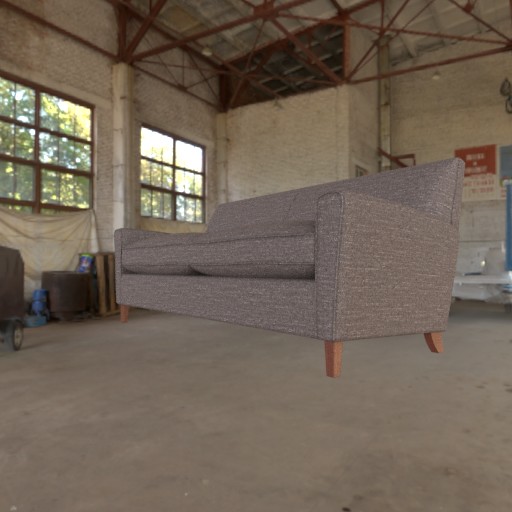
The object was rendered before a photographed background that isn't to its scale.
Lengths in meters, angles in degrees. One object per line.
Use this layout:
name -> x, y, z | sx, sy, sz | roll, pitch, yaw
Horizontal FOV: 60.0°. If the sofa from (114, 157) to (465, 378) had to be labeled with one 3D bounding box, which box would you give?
sofa -> 0.000, 0.000, 2.435 | 0.875, 0.846, 1.976 | 1, -2, -38
